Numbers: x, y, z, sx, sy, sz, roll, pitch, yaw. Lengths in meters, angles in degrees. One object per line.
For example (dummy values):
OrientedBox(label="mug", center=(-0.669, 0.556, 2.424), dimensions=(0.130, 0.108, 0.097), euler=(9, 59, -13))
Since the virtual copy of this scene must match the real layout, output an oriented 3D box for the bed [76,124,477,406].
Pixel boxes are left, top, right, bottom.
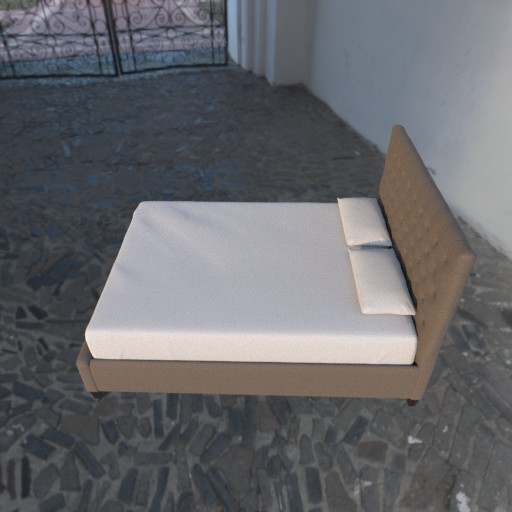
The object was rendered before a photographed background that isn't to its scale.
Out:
OrientedBox(label="bed", center=(0.000, 0.000, 3.402), dimensions=(2.387, 1.427, 1.698), euler=(1, 39, 1))
